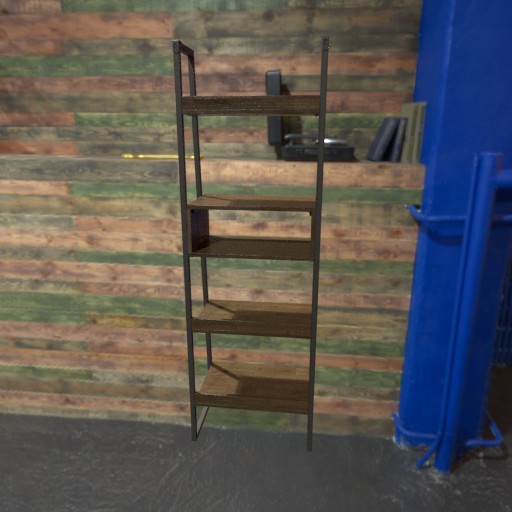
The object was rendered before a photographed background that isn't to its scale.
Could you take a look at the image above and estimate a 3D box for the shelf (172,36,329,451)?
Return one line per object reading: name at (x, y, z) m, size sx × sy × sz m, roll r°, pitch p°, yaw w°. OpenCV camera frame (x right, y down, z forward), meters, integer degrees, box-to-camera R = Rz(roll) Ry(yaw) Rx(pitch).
shelf at (0.000, 0.000, 2.319) m, size 0.652 × 2.005 × 0.454 m, roll 2°, pitch 16°, yaw 7°
